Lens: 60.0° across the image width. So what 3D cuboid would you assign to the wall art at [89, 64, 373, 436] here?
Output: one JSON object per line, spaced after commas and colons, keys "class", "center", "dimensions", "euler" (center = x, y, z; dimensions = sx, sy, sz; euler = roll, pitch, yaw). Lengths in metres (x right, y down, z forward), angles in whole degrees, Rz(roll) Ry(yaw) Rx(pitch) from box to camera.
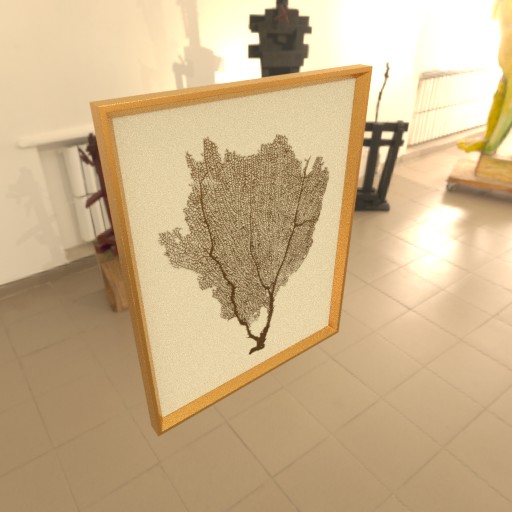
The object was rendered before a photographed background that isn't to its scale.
{"class": "wall art", "center": [0.000, 0.000, 1.020], "dimensions": [0.610, 0.762, 0.038], "euler": [-22, 38, -31]}
